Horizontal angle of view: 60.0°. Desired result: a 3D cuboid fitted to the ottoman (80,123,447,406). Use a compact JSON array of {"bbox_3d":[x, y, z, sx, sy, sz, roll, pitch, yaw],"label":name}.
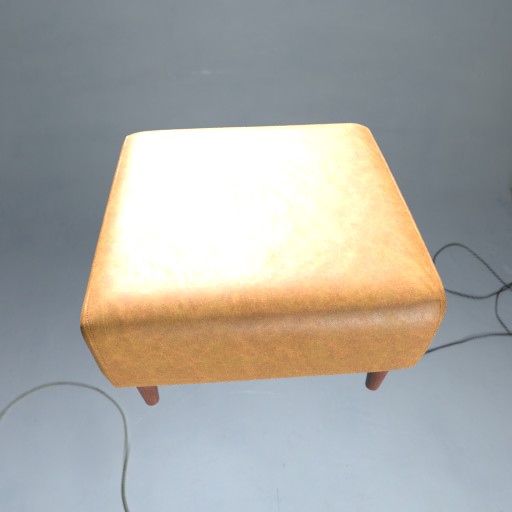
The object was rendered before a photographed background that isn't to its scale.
[{"bbox_3d":[0.000,0.000,1.073,0.650,0.399,0.650,-3,46,-3],"label":"ottoman"}]
